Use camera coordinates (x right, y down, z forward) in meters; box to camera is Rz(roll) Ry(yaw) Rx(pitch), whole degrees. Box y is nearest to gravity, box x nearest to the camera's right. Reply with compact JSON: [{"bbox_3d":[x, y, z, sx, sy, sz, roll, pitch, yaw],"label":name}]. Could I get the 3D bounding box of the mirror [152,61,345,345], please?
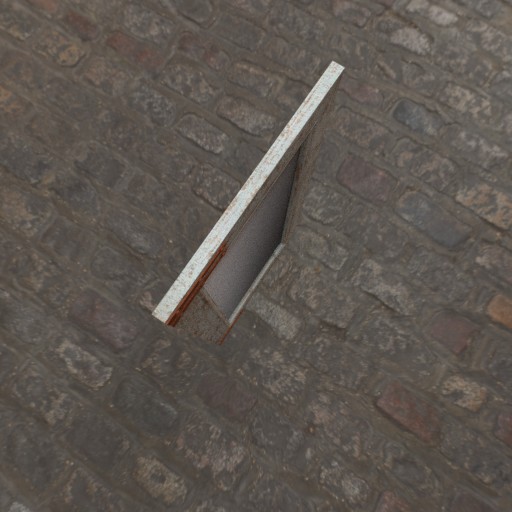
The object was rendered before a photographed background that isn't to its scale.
[{"bbox_3d":[0.000,0.000,1.091,0.027,0.922,0.472,33,79,7],"label":"mirror"}]
